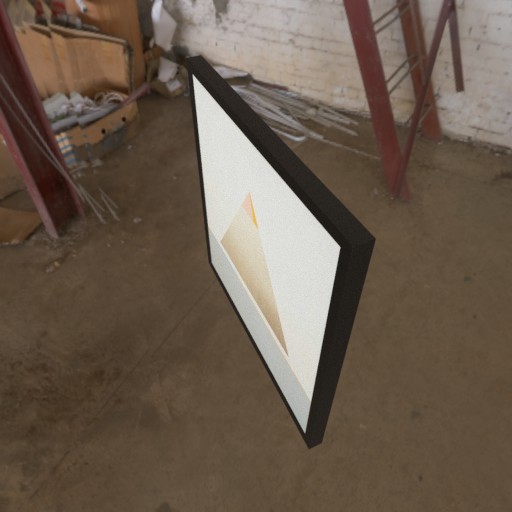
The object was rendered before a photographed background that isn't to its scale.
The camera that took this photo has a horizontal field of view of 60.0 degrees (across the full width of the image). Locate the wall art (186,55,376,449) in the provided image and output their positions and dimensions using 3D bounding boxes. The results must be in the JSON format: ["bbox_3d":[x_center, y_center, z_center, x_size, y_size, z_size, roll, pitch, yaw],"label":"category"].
[{"bbox_3d":[0.000,0.000,0.785,0.028,0.511,0.513,-18,48,-17],"label":"wall art"}]
